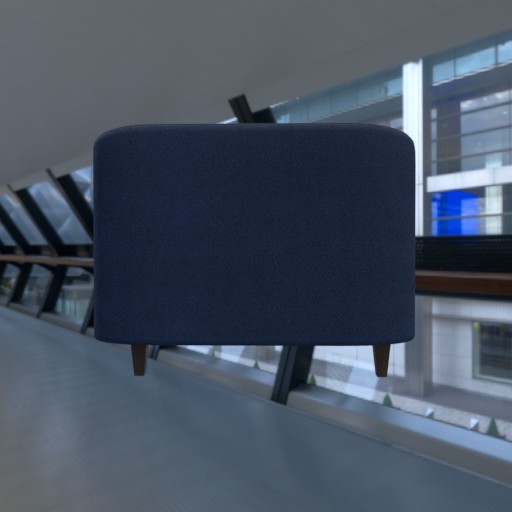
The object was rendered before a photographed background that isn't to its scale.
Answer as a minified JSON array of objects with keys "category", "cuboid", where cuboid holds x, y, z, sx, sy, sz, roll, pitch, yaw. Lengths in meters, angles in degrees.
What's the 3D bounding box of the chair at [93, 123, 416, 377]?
[{"category":"chair","cuboid":[0.000,0.000,1.761,1.118,0.787,0.914,0,-1,1]}]
